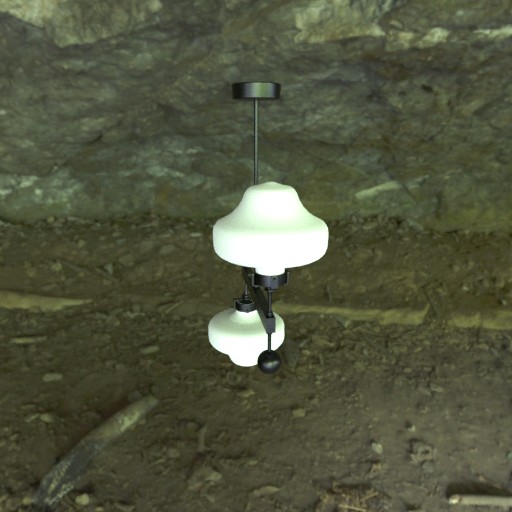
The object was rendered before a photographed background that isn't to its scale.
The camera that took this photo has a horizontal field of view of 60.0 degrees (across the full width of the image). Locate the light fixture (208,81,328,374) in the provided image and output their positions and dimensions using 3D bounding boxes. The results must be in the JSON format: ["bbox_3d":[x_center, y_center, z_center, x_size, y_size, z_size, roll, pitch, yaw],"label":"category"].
[{"bbox_3d":[0.000,0.000,1.023,0.489,0.743,0.422,15,22,42],"label":"light fixture"}]
